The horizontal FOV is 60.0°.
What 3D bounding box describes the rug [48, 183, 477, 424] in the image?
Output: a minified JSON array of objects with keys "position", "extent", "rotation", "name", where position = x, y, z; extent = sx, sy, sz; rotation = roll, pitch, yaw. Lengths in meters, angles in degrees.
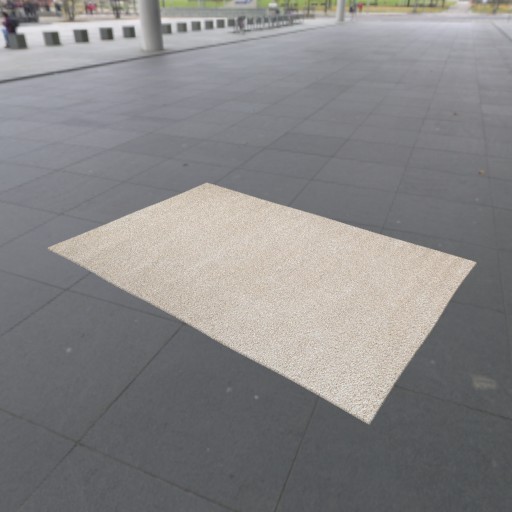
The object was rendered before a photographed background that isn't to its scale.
[{"position":[0.000,0.000,3.349],"extent":[2.699,0.025,1.800],"rotation":[21,36,32],"name":"rug"}]
